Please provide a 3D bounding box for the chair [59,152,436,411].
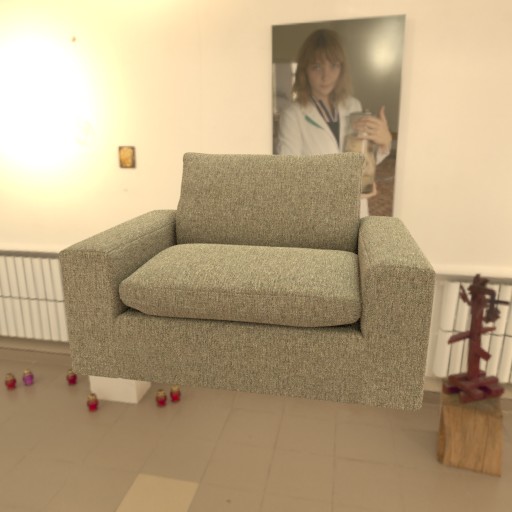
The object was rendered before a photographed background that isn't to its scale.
[{"bbox_3d":[0.000,0.000,2.046,1.398,0.915,1.039,3,15,11],"label":"chair"}]
